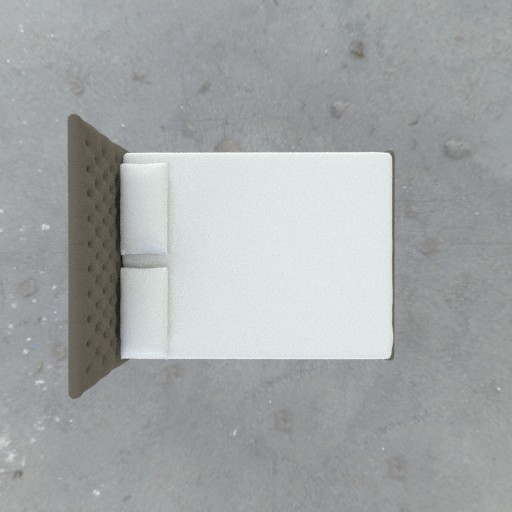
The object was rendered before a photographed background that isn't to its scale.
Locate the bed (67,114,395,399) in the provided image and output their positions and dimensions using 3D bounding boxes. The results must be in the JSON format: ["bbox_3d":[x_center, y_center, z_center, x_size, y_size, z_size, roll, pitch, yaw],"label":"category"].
[{"bbox_3d":[0.000,0.000,3.294,2.233,1.426,1.696,0,90,1],"label":"bed"}]
